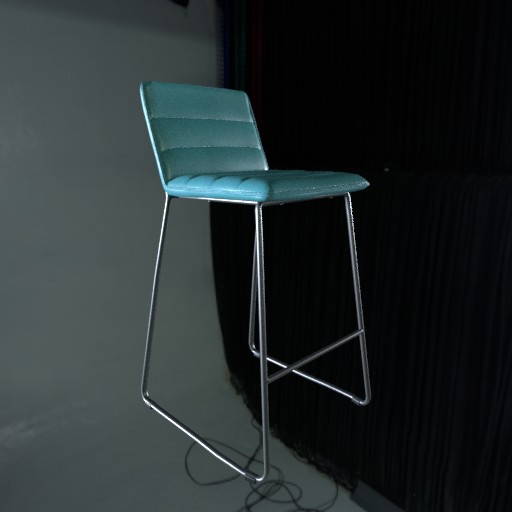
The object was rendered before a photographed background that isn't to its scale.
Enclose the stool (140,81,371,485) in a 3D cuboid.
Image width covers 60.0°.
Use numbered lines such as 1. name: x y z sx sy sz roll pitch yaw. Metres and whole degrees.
1. stool: 0.000 0.000 1.239 0.489 0.936 0.524 -14 20 -43
